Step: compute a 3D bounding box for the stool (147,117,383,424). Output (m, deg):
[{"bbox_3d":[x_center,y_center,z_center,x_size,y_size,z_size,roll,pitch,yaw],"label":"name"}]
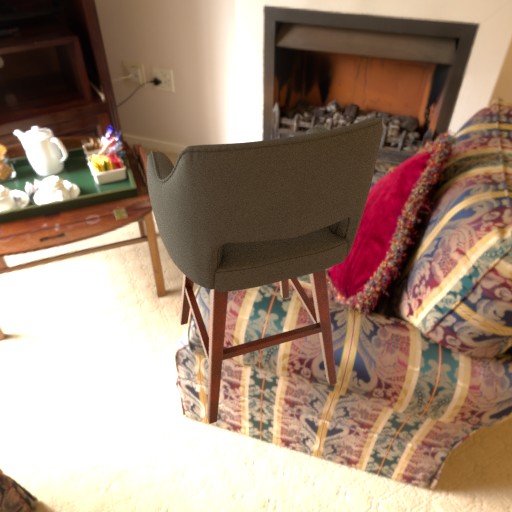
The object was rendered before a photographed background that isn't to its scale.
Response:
[{"bbox_3d":[0.000,0.000,1.351,0.548,1.012,0.558,-13,43,-14],"label":"stool"}]
